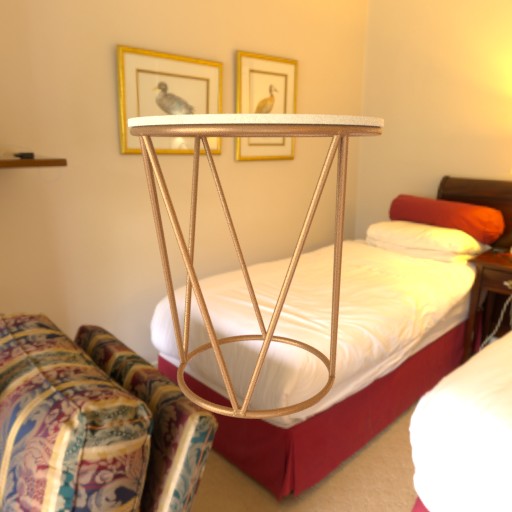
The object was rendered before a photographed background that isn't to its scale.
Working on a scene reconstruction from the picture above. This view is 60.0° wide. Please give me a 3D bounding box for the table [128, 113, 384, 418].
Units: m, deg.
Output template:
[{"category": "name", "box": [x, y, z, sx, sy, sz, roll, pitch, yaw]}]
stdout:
[{"category": "table", "box": [0.000, 0.000, 0.968, 0.500, 0.564, 0.500, 0, 15, 0]}]
